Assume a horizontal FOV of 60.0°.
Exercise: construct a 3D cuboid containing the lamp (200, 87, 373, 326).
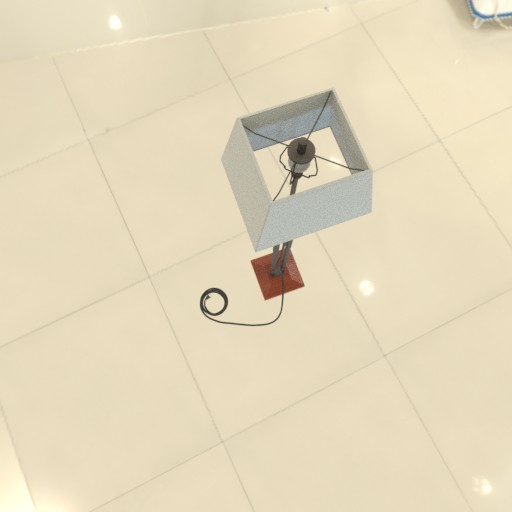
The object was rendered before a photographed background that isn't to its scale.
[{"bbox_3d":[0.000,0.000,2.032,0.745,1.712,0.472,-19,76,-5],"label":"lamp"}]
